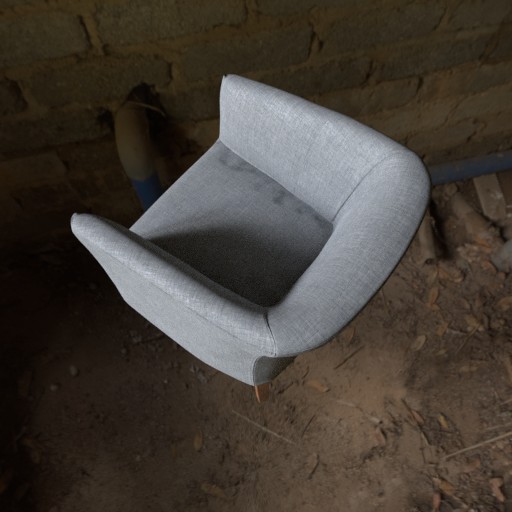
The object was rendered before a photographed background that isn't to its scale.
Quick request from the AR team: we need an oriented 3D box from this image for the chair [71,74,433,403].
[{"bbox_3d":[0.000,0.000,1.254,0.668,0.771,0.600,34,69,15],"label":"chair"}]
